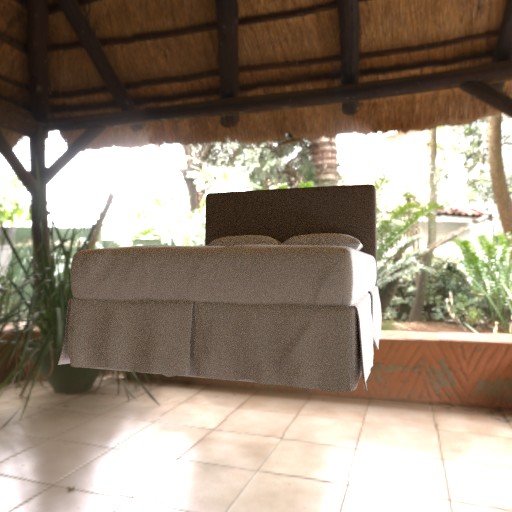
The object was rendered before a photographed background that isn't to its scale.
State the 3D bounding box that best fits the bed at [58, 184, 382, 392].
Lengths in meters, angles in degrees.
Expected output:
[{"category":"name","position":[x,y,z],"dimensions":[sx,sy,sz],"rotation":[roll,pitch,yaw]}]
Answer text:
[{"category":"bed","position":[0.000,0.000,3.239],"dimensions":[1.723,1.330,2.142],"rotation":[0,-1,18]}]
